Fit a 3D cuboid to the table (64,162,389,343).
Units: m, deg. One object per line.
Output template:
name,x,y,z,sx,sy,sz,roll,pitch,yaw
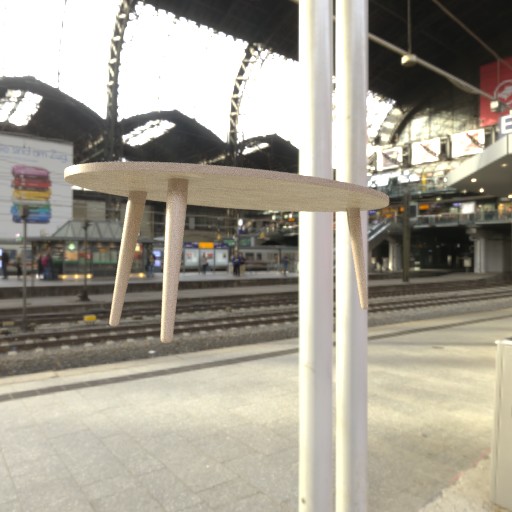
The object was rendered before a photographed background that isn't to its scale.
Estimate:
table,0.000,0.000,1.329,1.083,0.390,0.542,0,-1,-38
